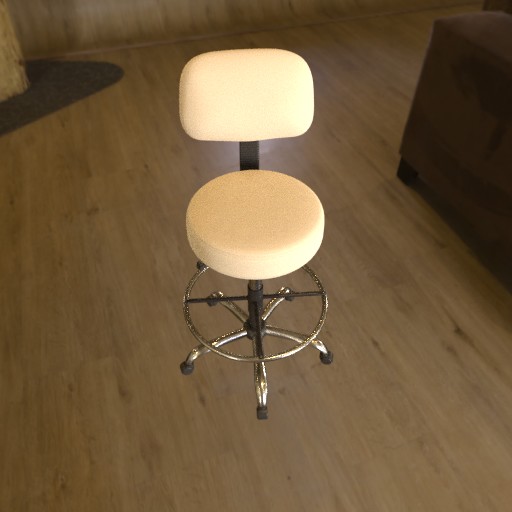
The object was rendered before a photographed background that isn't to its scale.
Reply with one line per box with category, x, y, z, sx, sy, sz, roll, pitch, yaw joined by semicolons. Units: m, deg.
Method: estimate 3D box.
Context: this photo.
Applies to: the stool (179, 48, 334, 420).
stool;0.000;0.000;1.435;0.609;1.080;0.616;-3;45;-3
